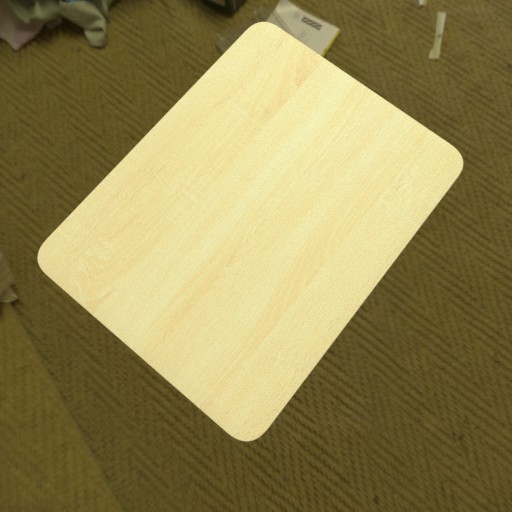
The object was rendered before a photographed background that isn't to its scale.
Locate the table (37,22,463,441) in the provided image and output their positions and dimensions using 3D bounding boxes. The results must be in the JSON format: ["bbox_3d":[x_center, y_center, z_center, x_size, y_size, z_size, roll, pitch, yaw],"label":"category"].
[{"bbox_3d":[0.000,0.000,0.856,0.370,0.550,0.480,38,79,9],"label":"table"}]
